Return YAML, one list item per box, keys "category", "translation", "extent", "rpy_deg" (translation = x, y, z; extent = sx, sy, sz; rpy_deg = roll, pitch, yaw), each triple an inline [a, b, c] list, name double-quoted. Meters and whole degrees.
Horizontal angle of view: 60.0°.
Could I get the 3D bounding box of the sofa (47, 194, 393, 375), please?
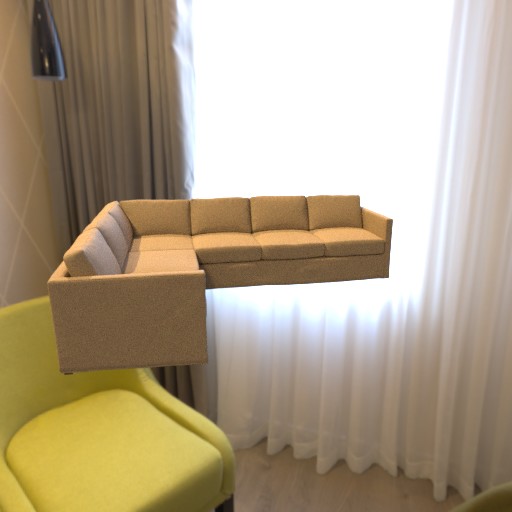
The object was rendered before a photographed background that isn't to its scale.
- category: "sofa"
  translation: [0.000, 0.000, 4.304]
  extent: [3.182, 0.871, 2.432]
  rpy_deg: [-3, 16, -11]
